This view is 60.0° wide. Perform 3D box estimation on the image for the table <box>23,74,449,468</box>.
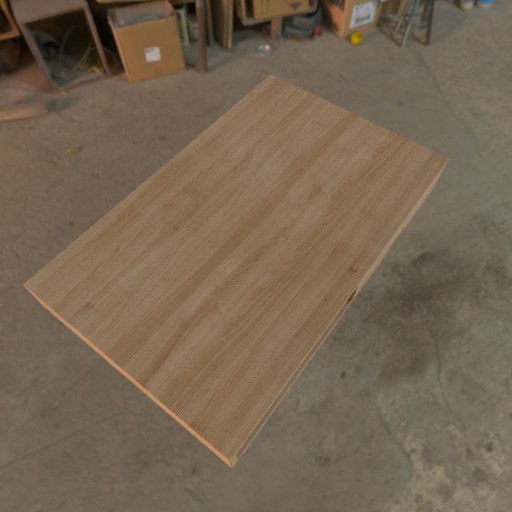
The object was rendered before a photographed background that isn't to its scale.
[{"bbox_3d":[0.000,0.000,1.469,0.700,0.440,1.100,33,64,19],"label":"table"}]
